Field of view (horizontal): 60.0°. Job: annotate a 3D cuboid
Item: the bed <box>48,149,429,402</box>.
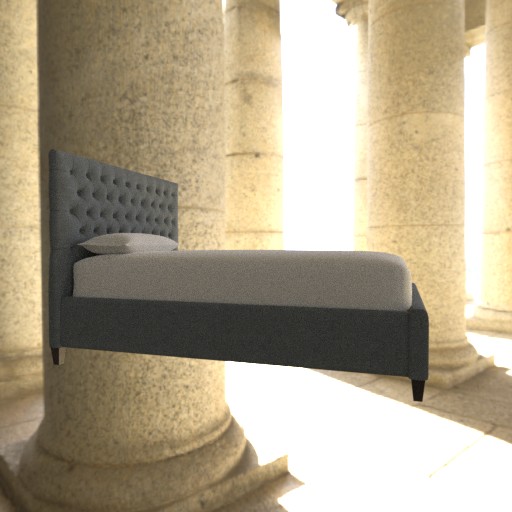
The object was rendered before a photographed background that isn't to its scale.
[{"bbox_3d":[0.000,0.000,3.330,2.335,1.411,1.698,0,1,18],"label":"bed"}]
